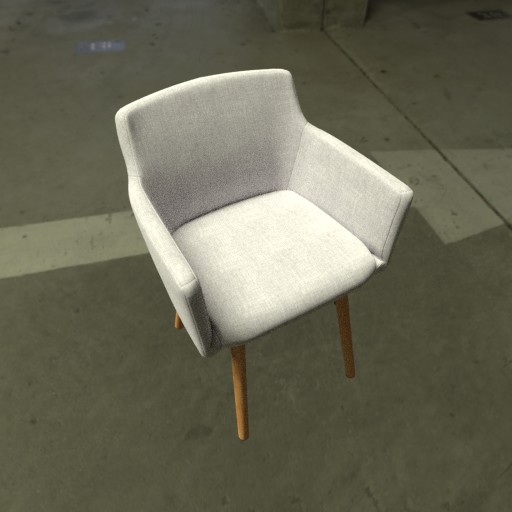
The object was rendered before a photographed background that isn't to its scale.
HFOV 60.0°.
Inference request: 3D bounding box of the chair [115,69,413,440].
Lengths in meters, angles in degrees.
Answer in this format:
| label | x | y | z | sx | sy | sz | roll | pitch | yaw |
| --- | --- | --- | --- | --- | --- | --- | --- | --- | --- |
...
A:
| label | x | y | z | sx | sy | sz | roll | pitch | yaw |
| --- | --- | --- | --- | --- | --- | --- | --- | --- | --- |
| chair | 0.000 | 0.000 | 1.183 | 0.570 | 0.780 | 0.540 | -23 | 49 | -21 |
